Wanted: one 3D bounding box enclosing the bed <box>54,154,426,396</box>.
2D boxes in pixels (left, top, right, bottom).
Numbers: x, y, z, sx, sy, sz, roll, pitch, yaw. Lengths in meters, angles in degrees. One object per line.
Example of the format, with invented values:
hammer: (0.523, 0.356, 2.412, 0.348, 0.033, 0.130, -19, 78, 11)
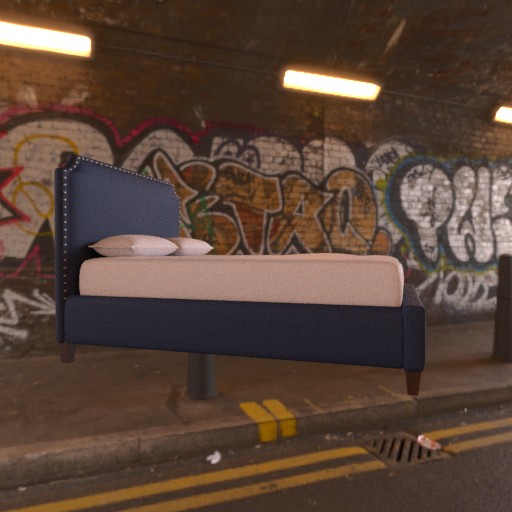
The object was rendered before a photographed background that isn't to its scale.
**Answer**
bed: (0.000, 0.000, 3.438, 2.372, 1.443, 1.712, 0, 1, 18)
